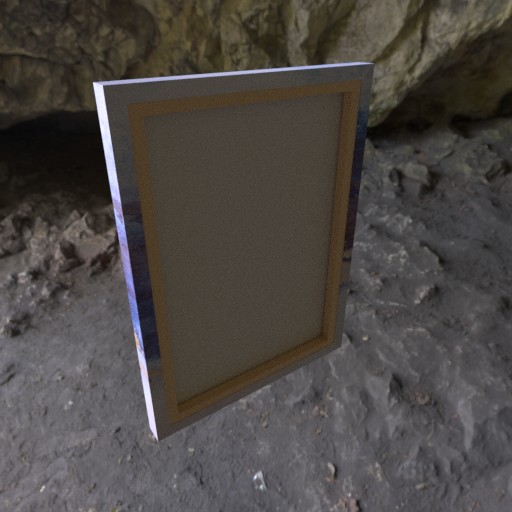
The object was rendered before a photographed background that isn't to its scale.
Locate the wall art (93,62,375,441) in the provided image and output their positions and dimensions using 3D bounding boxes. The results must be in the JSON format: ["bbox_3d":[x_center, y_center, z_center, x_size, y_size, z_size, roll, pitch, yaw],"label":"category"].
[{"bbox_3d":[0.000,0.000,0.751,0.437,0.581,0.036,-18,34,-30],"label":"wall art"}]
